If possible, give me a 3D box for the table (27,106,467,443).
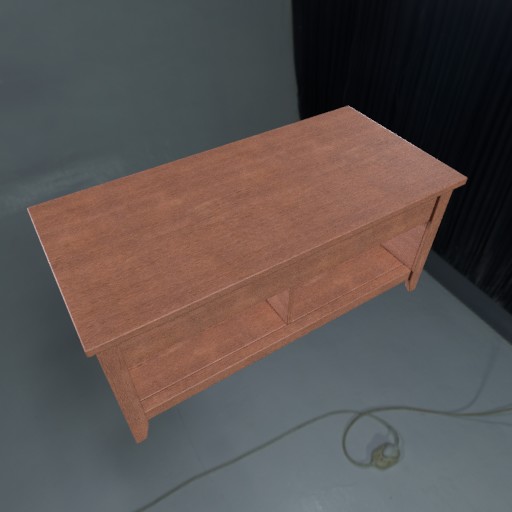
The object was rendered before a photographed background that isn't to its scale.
[{"bbox_3d":[0.000,0.000,1.286,1.016,0.457,0.483,-24,50,-22],"label":"table"}]
